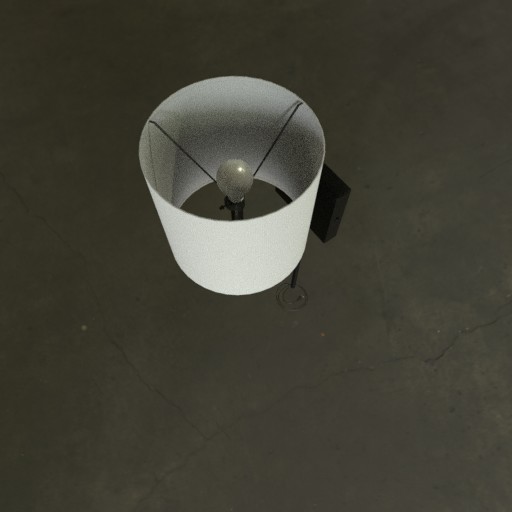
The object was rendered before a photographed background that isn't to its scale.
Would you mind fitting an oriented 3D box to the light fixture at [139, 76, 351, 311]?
[{"bbox_3d":[0.000,0.000,0.720,0.248,0.589,0.188,-34,68,-15],"label":"light fixture"}]
